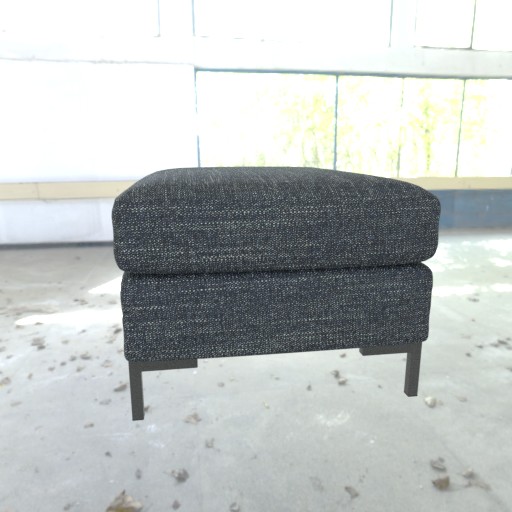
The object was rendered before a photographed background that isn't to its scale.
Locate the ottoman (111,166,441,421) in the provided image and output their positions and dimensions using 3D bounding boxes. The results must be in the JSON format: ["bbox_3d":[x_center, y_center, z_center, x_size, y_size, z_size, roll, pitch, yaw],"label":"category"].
[{"bbox_3d":[0.000,0.000,1.259,0.667,0.491,0.814,-2,13,-8],"label":"ottoman"}]
